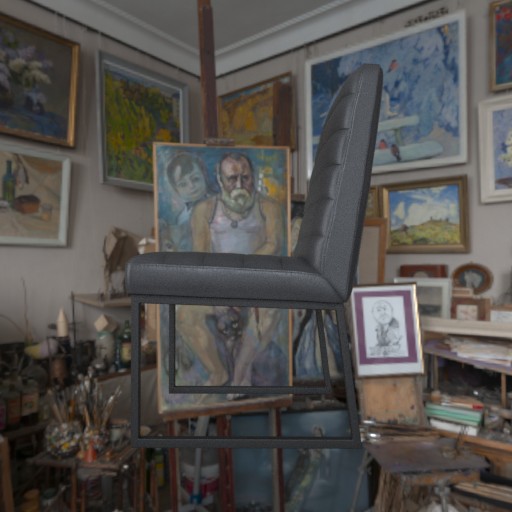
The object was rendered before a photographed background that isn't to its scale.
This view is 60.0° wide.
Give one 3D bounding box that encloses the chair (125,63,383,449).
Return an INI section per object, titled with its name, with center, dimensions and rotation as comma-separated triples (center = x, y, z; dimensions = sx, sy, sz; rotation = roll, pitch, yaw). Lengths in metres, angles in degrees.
[chair]
center = 0.000, 0.000, 1.300
dimensions = 0.634, 0.930, 0.520
rotation = 0, -1, 1
